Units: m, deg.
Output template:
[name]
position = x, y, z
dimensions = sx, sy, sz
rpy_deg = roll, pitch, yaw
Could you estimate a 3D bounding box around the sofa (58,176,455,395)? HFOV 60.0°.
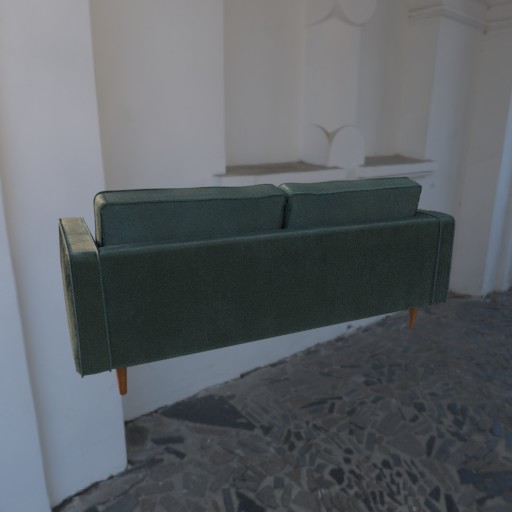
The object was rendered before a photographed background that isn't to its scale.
[sofa]
position = 0.000, 0.000, 2.254
dimensions = 1.816, 0.781, 0.886
rpy_deg = -7, 16, -24
